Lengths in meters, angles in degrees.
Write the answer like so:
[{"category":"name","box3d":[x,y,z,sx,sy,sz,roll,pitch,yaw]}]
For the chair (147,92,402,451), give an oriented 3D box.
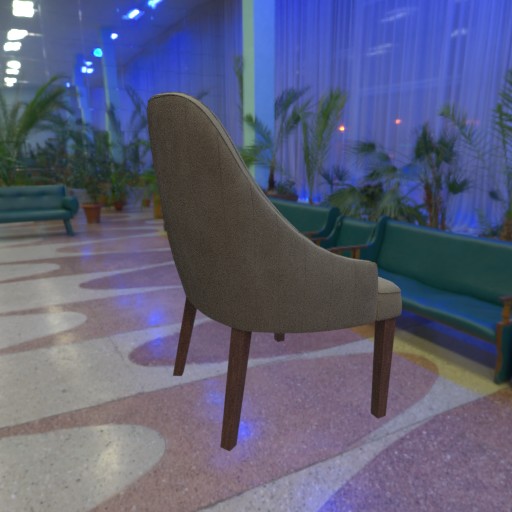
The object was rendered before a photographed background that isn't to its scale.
[{"category":"chair","box3d":[0.000,0.000,1.319,0.575,0.889,0.643,-7,16,-27]}]
